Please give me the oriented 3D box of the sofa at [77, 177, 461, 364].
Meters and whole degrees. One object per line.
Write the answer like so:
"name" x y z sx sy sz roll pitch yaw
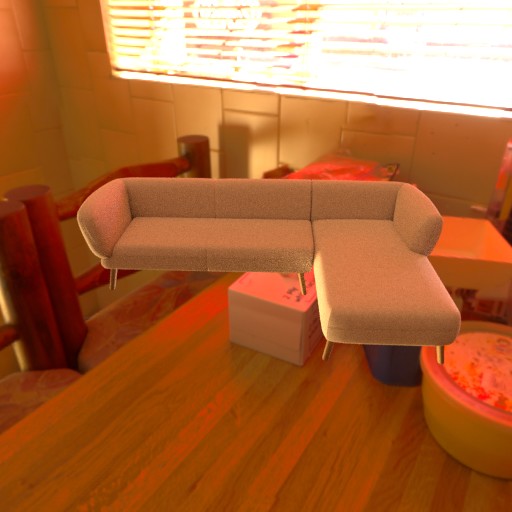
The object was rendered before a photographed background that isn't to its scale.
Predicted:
"sofa" 0.000 0.000 3.315 2.660 0.730 1.610 1 28 2
